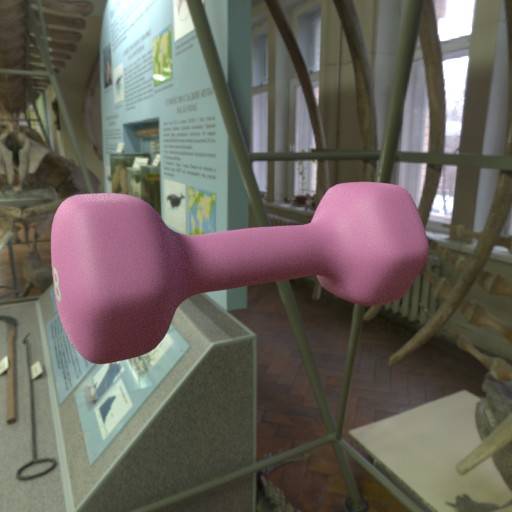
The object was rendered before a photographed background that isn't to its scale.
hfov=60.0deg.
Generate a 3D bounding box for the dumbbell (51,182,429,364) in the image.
[{"bbox_3d":[0.000,0.000,0.190,0.159,0.058,0.064,-7,15,-27],"label":"dumbbell"}]
